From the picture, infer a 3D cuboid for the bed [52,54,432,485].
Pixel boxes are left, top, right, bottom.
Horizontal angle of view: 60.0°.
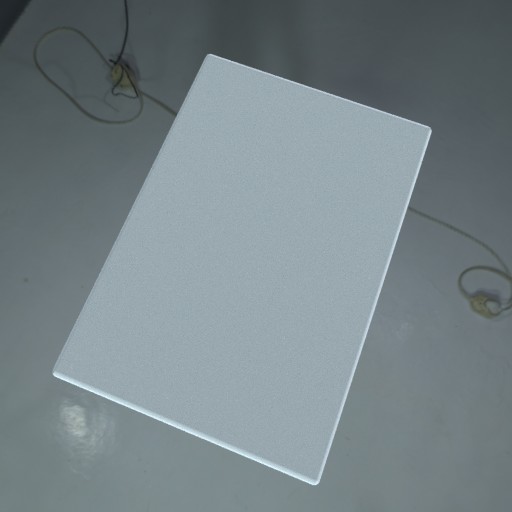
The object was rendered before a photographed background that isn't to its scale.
[{"bbox_3d":[0.000,0.000,2.539,1.348,0.616,1.927,21,76,5],"label":"bed"}]
